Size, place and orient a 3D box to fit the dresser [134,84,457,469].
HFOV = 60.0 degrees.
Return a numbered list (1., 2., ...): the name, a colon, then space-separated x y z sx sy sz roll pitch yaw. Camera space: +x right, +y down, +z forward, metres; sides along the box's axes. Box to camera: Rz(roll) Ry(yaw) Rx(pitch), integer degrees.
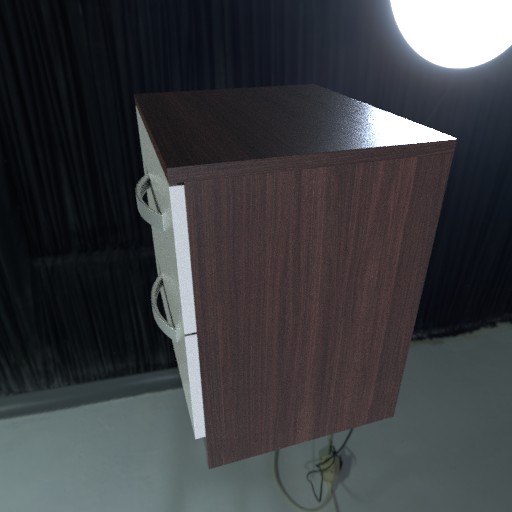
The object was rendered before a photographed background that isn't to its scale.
1. dresser: 0.000 0.000 0.747 0.360 0.470 0.400 -9 31 -15
